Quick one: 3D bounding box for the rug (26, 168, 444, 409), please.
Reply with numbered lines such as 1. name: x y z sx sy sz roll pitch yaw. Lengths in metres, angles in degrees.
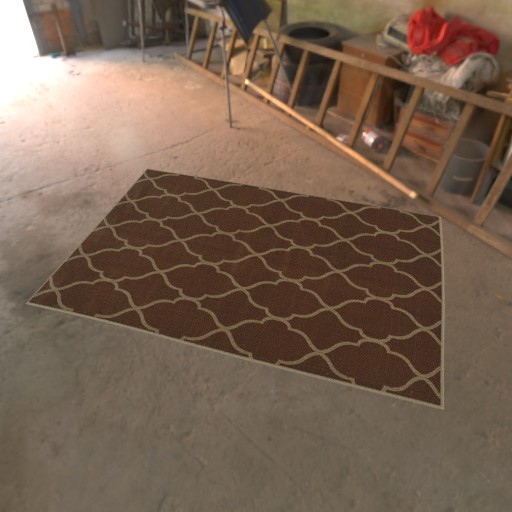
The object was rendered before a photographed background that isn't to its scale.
1. rug: 0.000 0.000 2.827 2.294 0.014 1.528 11 44 12
